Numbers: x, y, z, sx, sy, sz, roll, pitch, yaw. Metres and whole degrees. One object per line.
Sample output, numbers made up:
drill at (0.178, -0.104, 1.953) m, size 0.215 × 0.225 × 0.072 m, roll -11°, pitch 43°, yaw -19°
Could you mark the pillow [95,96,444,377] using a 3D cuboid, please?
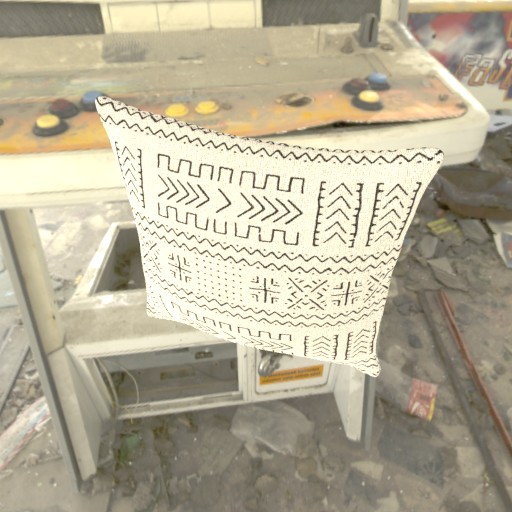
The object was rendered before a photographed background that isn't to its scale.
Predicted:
pillow at (0.000, 0.000, 0.661) m, size 0.438 × 0.430 × 0.164 m, roll 12°, pitch 43°, yaw 14°
